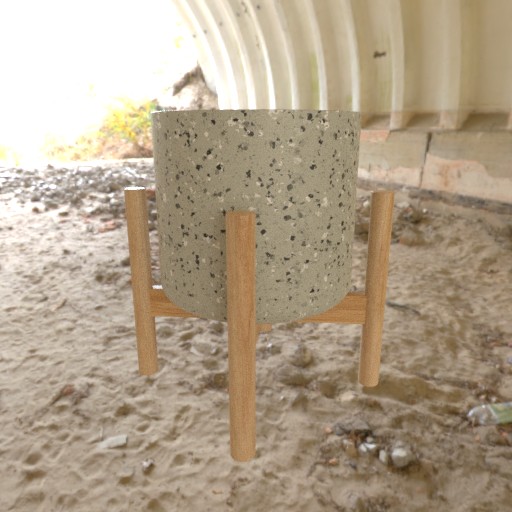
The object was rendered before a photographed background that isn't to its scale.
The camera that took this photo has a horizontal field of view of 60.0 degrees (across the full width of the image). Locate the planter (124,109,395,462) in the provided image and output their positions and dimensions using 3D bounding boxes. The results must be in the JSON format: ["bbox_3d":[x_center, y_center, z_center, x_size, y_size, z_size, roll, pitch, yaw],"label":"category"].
[{"bbox_3d":[0.000,0.000,0.522,0.284,0.320,0.284,8,18,27],"label":"planter"}]
